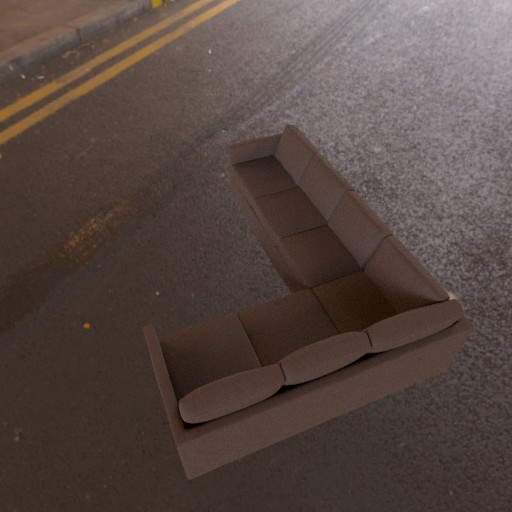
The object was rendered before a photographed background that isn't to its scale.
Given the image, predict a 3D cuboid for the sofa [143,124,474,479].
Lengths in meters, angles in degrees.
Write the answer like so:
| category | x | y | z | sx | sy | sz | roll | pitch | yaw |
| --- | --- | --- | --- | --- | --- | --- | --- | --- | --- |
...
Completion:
| category | x | y | z | sx | sy | sz | roll | pitch | yaw |
| --- | --- | --- | --- | --- | --- | --- | --- | --- | --- |
| sofa | 0.000 | 0.000 | 4.338 | 2.432 | 0.871 | 3.182 | -17 | 49 | -15 |
